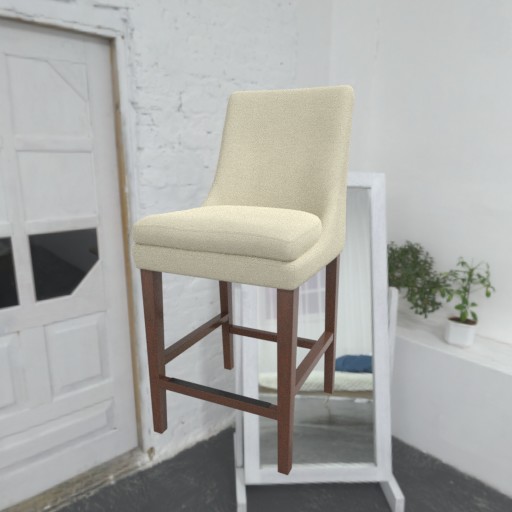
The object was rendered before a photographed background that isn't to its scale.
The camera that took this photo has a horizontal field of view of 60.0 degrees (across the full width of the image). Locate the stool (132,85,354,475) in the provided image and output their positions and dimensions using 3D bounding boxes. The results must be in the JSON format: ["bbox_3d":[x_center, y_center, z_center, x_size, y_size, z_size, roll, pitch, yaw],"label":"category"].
[{"bbox_3d":[0.000,0.000,1.308,0.470,0.981,0.577,6,15,24],"label":"stool"}]
